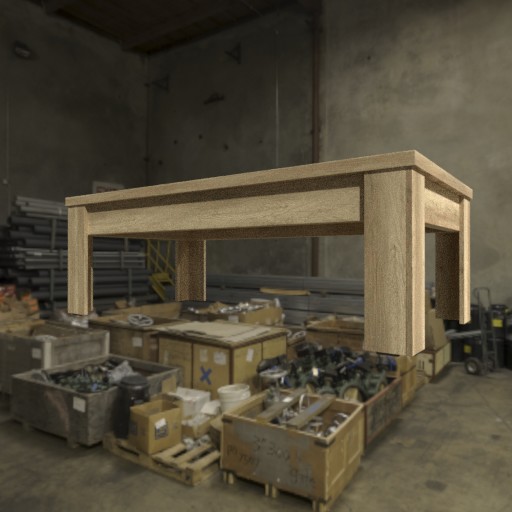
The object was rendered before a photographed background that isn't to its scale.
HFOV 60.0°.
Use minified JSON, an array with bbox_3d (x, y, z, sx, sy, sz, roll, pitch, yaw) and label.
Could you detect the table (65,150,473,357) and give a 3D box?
[{"bbox_3d":[0.000,0.000,1.645,1.350,0.460,0.700,0,0,35],"label":"table"}]
